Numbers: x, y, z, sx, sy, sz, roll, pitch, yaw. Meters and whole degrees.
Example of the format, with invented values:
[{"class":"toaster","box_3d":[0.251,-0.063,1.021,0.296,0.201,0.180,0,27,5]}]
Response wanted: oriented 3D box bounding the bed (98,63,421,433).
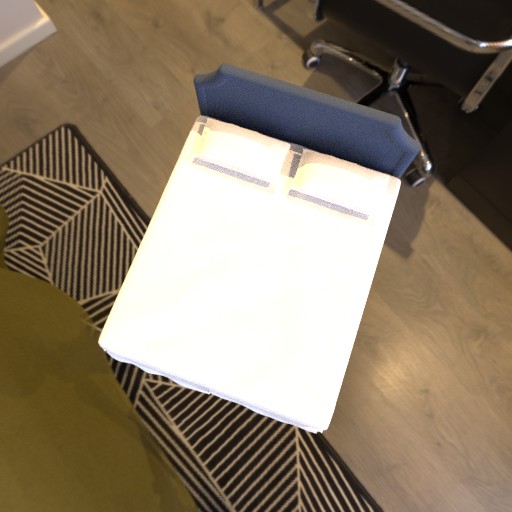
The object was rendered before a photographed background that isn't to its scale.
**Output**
[{"class":"bed","box_3d":[0.000,0.000,4.209,2.350,1.488,2.773,19,76,5]}]
